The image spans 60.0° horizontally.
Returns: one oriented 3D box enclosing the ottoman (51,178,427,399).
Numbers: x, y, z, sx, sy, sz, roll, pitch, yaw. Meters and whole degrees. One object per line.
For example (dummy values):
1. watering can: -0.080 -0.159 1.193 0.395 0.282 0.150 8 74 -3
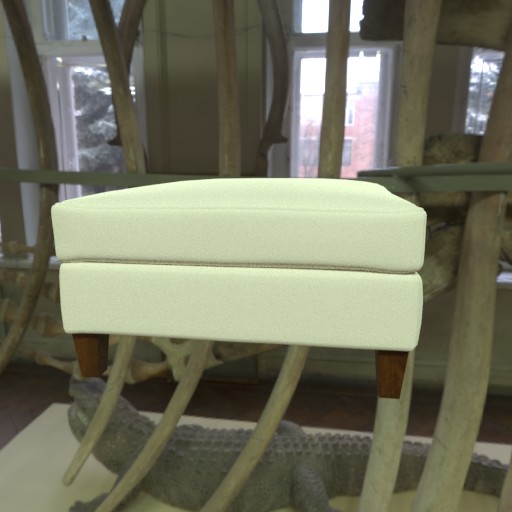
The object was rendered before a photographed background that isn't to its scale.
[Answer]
1. ottoman: 0.000 0.000 1.367 0.838 0.479 0.838 2 12 8
